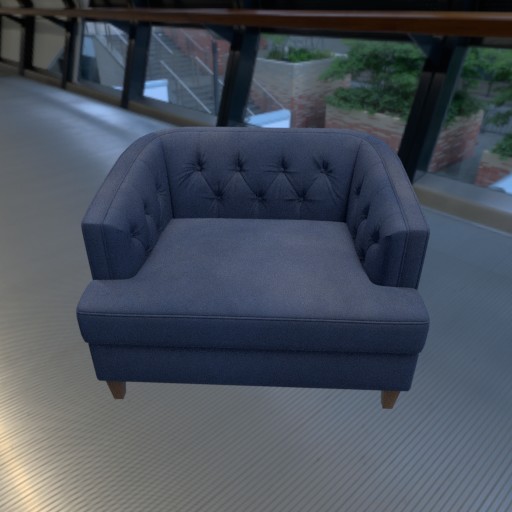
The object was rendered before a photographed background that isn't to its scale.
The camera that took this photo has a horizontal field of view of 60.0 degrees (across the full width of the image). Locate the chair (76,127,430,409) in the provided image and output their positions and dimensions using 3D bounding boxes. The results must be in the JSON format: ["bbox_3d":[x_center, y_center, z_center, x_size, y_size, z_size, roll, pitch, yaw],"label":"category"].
[{"bbox_3d":[0.000,0.000,1.757,1.118,0.787,0.914,1,31,2],"label":"chair"}]
